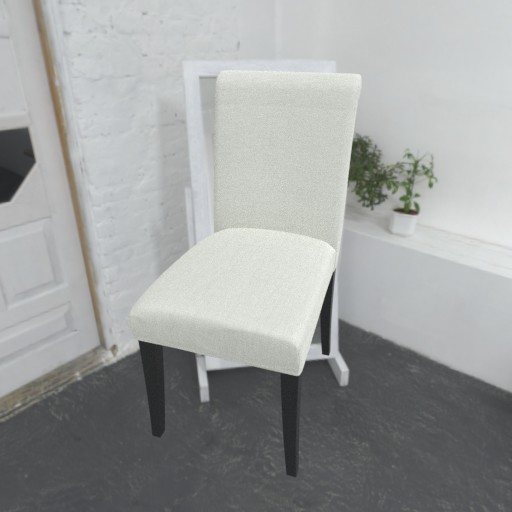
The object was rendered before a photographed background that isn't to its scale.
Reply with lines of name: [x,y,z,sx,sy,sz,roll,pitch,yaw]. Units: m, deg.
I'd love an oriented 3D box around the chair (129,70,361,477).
chair: [0.000,0.000,1.329,0.452,0.976,0.708,9,28,16]
